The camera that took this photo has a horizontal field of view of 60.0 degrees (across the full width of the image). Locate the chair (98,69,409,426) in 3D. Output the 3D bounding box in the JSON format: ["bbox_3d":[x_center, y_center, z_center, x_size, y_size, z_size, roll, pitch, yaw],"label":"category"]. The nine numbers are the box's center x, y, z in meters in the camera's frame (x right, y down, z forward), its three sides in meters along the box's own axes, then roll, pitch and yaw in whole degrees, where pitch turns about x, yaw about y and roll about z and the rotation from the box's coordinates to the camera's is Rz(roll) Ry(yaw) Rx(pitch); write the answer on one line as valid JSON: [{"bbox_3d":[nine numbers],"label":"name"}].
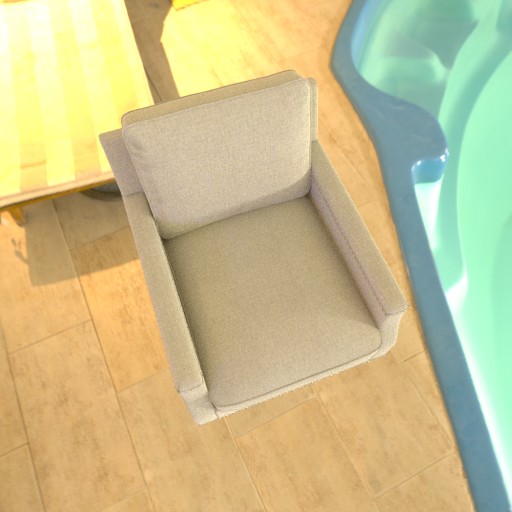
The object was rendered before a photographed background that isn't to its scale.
[{"bbox_3d":[0.000,0.000,1.739,0.853,0.943,1.014,-18,65,-9],"label":"chair"}]
